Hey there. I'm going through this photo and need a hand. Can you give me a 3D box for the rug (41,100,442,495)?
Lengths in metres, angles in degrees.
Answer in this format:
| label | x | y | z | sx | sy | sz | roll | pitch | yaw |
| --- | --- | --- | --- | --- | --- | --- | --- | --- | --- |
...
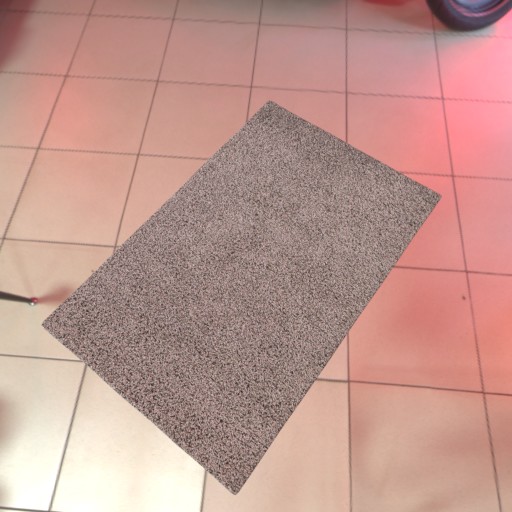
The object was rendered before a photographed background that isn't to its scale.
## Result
| label | x | y | z | sx | sy | sz | roll | pitch | yaw |
| --- | --- | --- | --- | --- | --- | --- | --- | --- | --- |
| rug | 0.000 | 0.000 | 3.410 | 1.778 | 0.030 | 2.743 | 34 | 68 | 16 |
